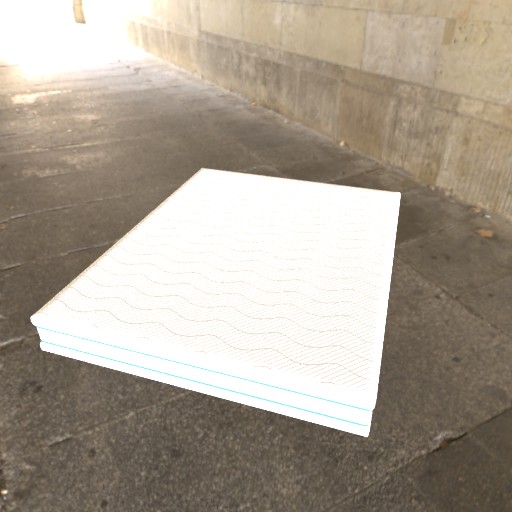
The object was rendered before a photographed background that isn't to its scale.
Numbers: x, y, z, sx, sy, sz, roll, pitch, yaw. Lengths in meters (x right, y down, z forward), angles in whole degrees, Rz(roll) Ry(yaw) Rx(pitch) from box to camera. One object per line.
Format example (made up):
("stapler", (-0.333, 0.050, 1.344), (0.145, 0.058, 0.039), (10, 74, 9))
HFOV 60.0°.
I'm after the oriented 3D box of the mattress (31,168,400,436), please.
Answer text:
("mattress", (0.000, 0.000, 2.740), (1.600, 0.230, 2.000), (10, 34, 15))
